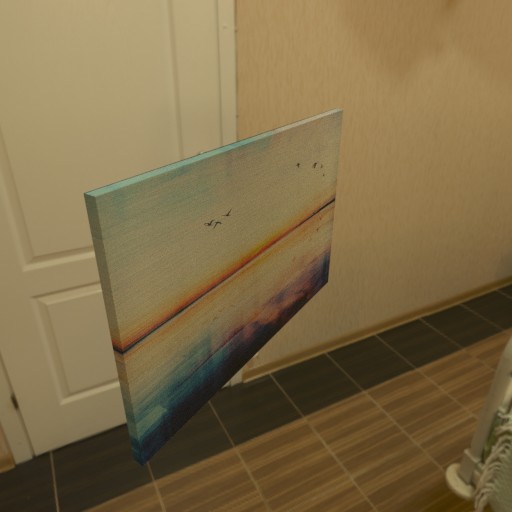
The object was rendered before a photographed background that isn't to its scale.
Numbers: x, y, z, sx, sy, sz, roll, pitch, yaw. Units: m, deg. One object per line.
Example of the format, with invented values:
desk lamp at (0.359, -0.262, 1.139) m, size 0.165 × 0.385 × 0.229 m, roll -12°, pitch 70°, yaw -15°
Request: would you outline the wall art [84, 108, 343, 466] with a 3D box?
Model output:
wall art at (0.000, 0.000, 0.759) m, size 0.018 × 0.402 × 0.604 m, roll 17°, pitch 32°, yaw 29°
